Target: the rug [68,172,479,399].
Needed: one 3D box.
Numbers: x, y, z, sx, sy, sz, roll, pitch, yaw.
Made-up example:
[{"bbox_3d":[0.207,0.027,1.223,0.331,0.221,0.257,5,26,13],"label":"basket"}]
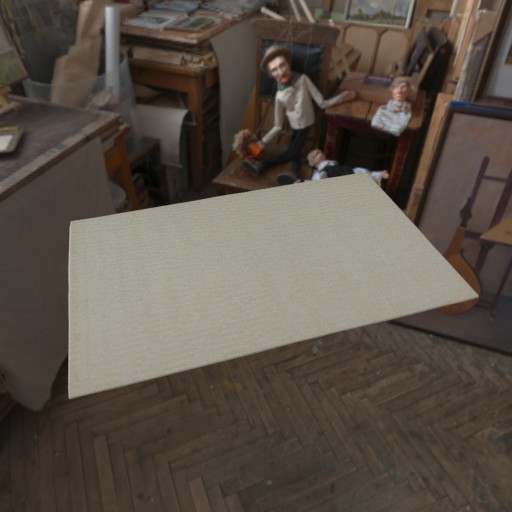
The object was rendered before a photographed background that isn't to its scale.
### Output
[{"bbox_3d":[0.000,0.000,3.020,2.441,0.014,1.531,-11,43,-12],"label":"rug"}]
